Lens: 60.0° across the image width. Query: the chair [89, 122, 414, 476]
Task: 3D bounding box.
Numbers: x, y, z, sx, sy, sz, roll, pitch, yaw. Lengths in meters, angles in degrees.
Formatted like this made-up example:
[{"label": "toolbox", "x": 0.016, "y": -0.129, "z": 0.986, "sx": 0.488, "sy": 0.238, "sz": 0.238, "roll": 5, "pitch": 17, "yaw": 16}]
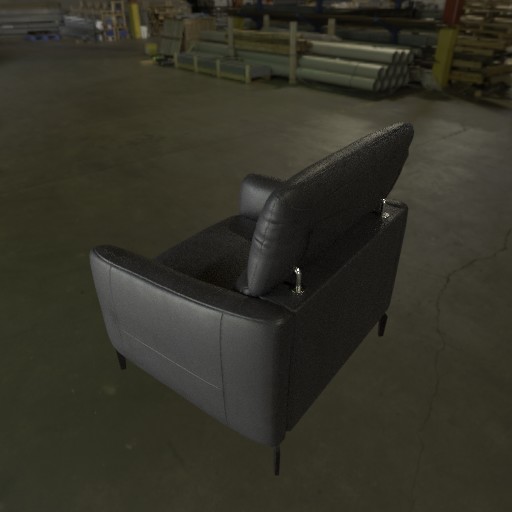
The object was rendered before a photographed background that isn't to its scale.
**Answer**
[{"label": "chair", "x": 0.000, "y": 0.000, "z": 1.657, "sx": 0.809, "sy": 0.949, "sz": 0.976, "roll": 21, "pitch": 37, "yaw": 31}]
